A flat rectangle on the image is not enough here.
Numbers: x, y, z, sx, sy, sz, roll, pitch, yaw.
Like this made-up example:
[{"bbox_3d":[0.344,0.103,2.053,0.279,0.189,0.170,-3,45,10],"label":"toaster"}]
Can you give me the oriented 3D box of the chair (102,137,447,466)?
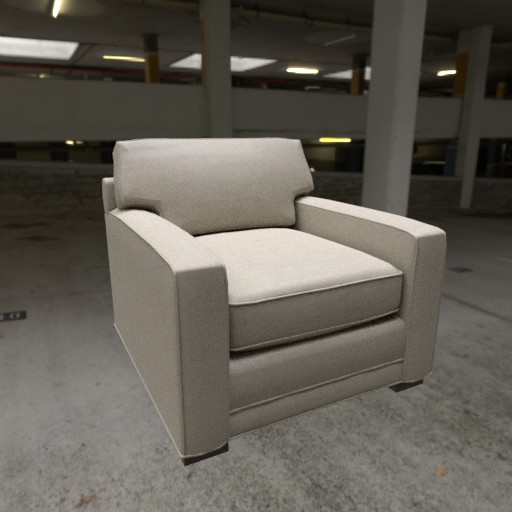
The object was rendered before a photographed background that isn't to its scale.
[{"bbox_3d":[0.000,0.000,1.790,0.998,0.913,1.043,-8,17,-26],"label":"chair"}]
